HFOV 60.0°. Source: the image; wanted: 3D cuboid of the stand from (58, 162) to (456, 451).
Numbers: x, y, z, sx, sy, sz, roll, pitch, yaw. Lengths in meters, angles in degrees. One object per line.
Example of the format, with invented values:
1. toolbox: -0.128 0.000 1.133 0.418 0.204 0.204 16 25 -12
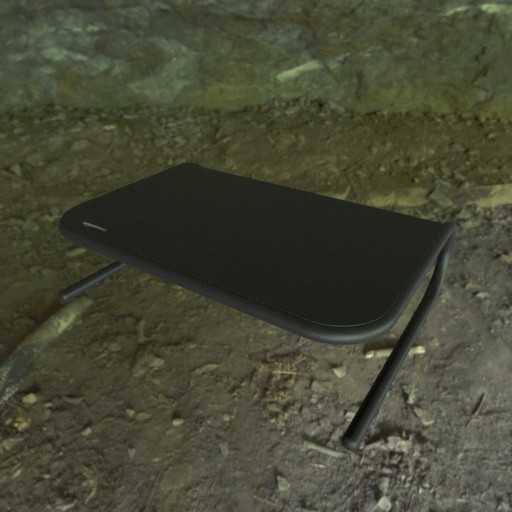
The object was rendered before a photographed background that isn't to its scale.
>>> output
1. stand: 0.000 0.000 0.504 0.370 0.108 0.280 18 35 29
